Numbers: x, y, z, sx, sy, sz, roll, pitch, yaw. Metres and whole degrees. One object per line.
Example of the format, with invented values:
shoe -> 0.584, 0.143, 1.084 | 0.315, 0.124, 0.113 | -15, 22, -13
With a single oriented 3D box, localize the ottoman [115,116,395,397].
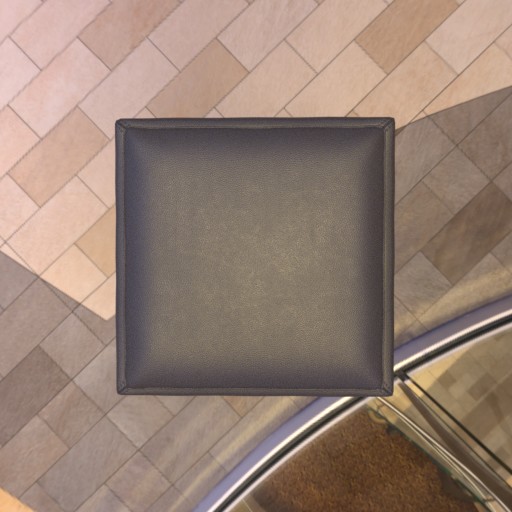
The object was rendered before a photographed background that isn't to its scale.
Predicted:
ottoman -> 0.000, 0.000, 0.840 | 0.450, 0.460, 0.451 | 0, 91, 1
